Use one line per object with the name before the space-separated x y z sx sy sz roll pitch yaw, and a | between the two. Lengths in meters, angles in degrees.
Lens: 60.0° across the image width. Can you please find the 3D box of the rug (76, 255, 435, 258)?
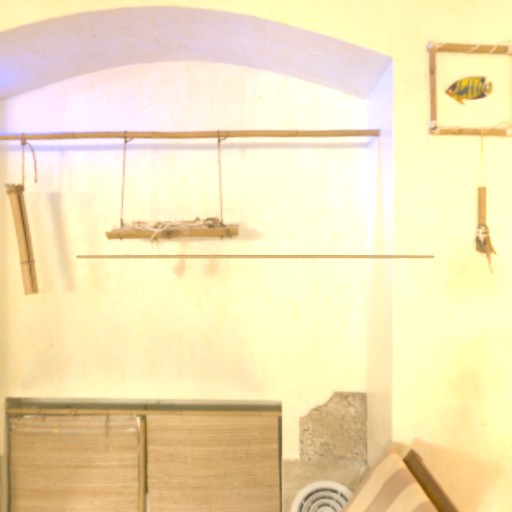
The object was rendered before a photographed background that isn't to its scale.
rug | 0.000 0.000 3.008 1.526 0.014 2.290 0 0 0
